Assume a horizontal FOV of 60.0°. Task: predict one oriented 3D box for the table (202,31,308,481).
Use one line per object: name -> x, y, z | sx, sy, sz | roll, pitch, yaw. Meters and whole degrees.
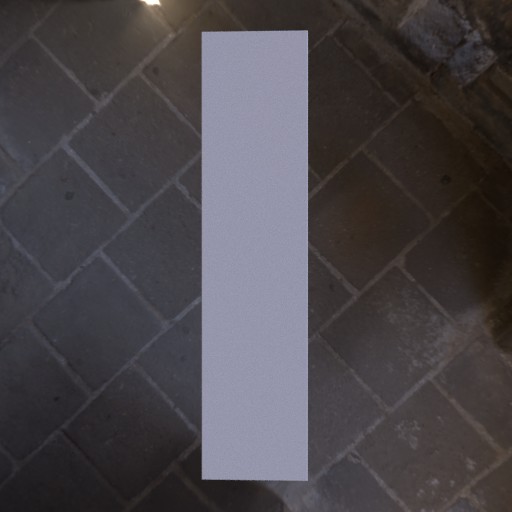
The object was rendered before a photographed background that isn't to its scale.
table -> 0.000, 0.000, 1.839 | 0.390, 0.420, 1.650 | 0, 90, 2
